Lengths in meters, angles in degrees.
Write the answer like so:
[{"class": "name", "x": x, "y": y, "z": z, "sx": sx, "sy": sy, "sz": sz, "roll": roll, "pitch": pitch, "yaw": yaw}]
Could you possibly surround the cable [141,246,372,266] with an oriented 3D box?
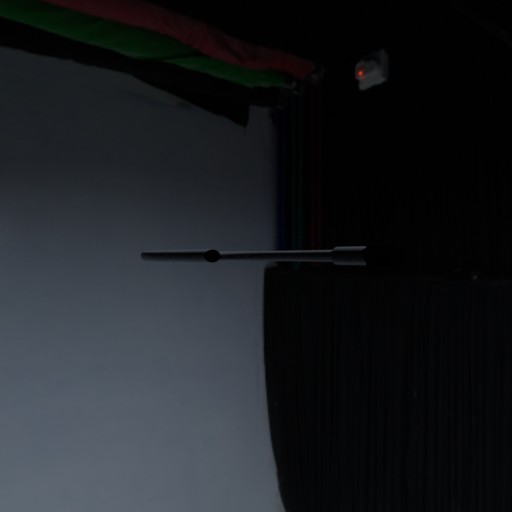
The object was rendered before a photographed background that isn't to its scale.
[{"class": "cable", "x": 0.000, "y": 0.000, "z": 0.111, "sx": 0.041, "sy": 0.005, "sz": 0.098, "roll": 0, "pitch": 0, "yaw": -36}]
